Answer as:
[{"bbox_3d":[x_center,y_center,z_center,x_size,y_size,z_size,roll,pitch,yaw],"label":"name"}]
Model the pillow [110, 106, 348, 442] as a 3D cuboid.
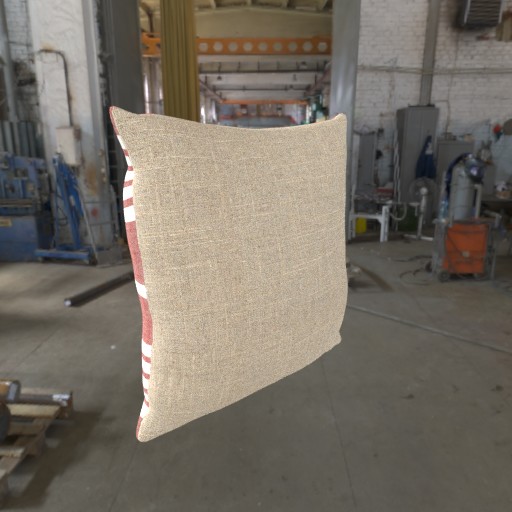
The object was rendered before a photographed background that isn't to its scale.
[{"bbox_3d":[0.000,0.000,0.674,0.439,0.427,0.182,-14,20,-42],"label":"pillow"}]
